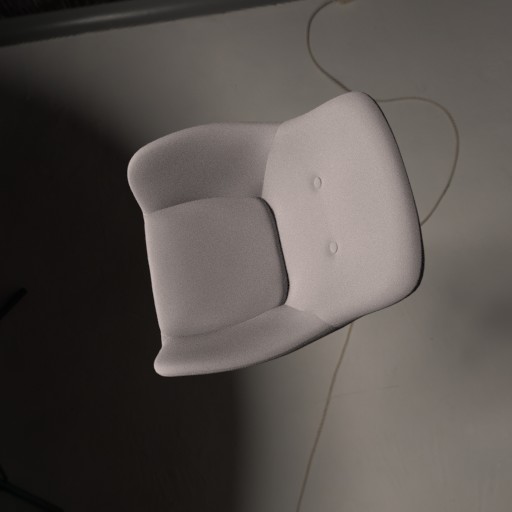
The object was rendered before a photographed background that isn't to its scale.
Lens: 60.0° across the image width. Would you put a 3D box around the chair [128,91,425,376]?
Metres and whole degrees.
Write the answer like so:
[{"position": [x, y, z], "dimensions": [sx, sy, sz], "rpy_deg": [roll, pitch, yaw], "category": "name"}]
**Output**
[{"position": [0.000, 0.000, 1.215], "dimensions": [0.590, 0.830, 0.570], "rpy_deg": [-11, 77, -3], "category": "chair"}]
